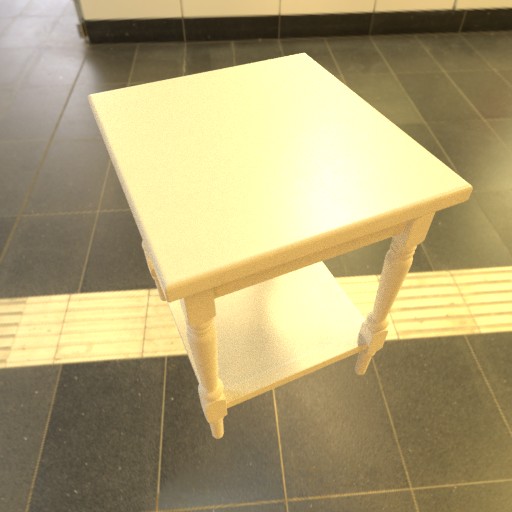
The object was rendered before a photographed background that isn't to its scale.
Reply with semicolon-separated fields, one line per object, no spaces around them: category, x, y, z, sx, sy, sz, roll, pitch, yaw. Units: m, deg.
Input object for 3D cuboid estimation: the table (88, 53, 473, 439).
table;0.000;0.000;0.907;0.442;0.565;0.488;-18;50;-16
